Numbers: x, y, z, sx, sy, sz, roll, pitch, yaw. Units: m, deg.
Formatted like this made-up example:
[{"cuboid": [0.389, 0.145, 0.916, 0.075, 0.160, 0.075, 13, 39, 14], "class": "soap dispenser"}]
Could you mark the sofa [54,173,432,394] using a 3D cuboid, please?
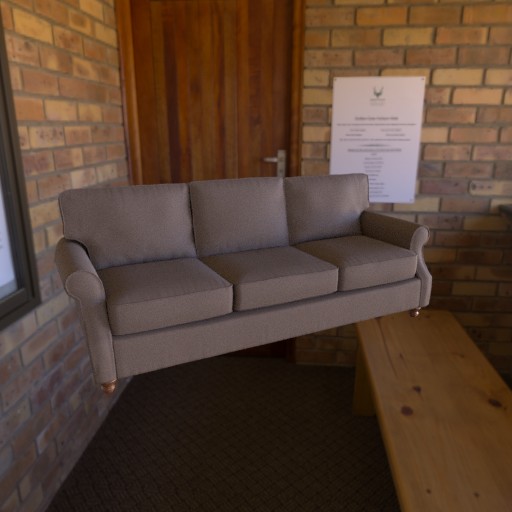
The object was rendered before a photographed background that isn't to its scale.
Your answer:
[{"cuboid": [0.000, 0.000, 2.865, 2.353, 0.948, 0.966, -8, 18, -26], "class": "sofa"}]
